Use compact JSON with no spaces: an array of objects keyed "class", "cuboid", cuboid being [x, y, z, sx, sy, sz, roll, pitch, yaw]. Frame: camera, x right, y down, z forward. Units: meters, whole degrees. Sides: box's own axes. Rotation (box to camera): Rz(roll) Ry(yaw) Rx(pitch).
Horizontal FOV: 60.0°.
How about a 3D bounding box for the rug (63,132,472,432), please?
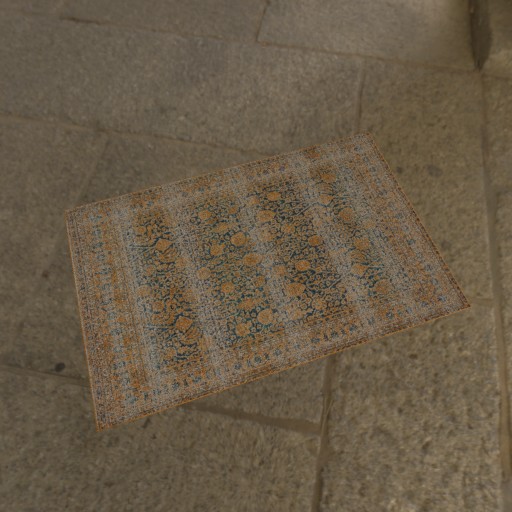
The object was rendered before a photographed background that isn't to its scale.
[{"class":"rug","cuboid":[0.000,0.000,2.936,2.336,0.007,1.525,-16,64,-8]}]
